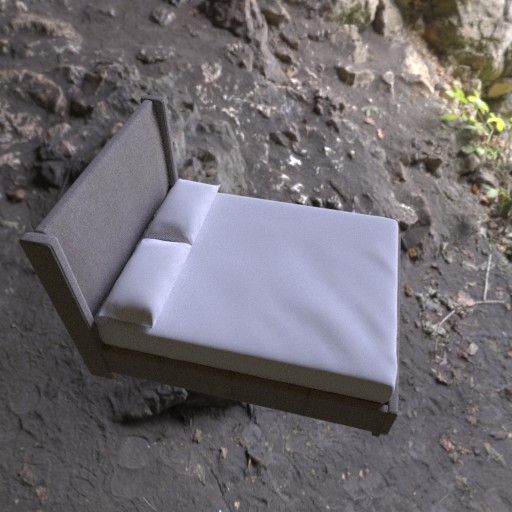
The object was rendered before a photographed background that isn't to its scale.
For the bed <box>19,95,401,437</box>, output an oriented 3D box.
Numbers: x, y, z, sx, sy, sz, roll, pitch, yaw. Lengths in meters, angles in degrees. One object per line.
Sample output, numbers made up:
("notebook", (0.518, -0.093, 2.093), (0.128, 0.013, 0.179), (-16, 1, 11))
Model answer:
("bed", (0.000, 0.000, 3.308), (2.245, 1.476, 1.714), (10, 47, 9))
